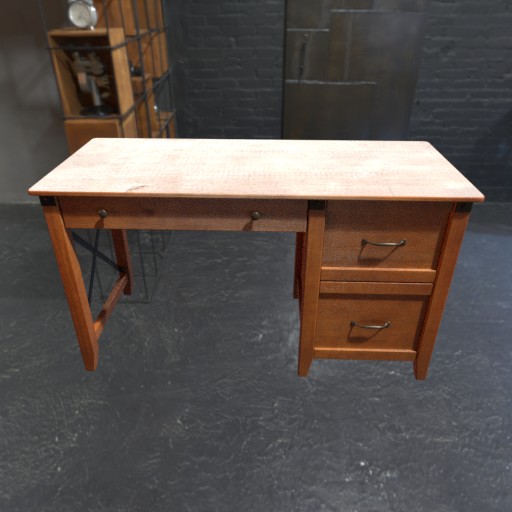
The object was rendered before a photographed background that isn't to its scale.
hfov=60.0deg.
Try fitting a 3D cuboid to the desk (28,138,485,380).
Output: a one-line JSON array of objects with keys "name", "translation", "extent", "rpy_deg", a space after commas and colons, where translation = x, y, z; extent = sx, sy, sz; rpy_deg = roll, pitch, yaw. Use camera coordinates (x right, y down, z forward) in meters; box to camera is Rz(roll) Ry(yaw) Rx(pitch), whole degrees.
[{"name": "desk", "translation": [0.000, 0.000, 1.736], "extent": [1.353, 0.756, 0.574], "rpy_deg": [1, 30, 2]}]
